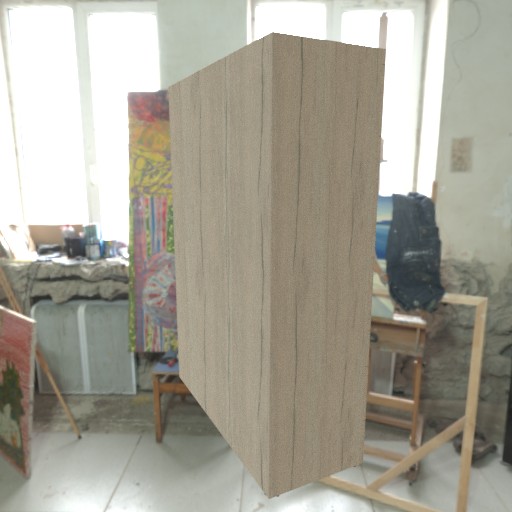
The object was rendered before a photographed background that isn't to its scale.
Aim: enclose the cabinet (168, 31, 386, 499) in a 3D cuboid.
[{"bbox_3d":[0.000,0.000,2.646,0.580,2.070,1.400,-6,13,-27],"label":"cabinet"}]
